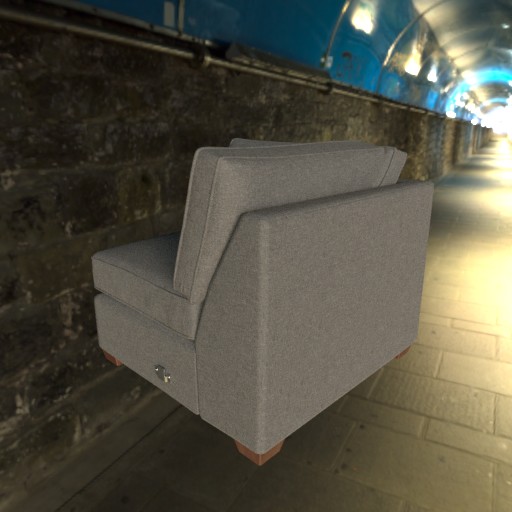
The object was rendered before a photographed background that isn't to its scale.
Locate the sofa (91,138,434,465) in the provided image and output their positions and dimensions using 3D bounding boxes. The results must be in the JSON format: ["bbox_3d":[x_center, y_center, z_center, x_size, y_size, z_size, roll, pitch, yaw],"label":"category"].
[{"bbox_3d":[0.000,0.000,1.975,1.084,1.002,1.146,15,22,42],"label":"sofa"}]
